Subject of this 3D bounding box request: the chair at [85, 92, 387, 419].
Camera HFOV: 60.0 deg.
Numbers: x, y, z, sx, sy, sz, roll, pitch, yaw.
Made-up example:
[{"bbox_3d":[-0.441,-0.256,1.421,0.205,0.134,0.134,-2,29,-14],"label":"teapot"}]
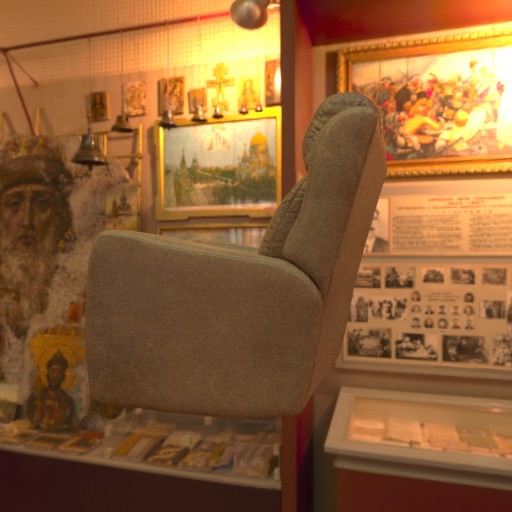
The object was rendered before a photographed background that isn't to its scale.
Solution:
[{"bbox_3d":[0.000,0.000,1.907,1.068,1.116,0.965,0,0,18],"label":"chair"}]
